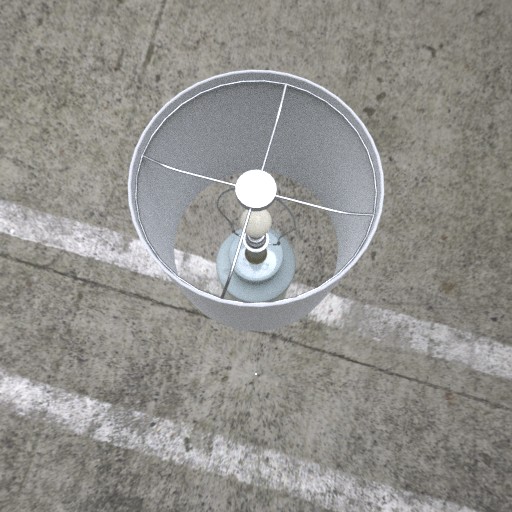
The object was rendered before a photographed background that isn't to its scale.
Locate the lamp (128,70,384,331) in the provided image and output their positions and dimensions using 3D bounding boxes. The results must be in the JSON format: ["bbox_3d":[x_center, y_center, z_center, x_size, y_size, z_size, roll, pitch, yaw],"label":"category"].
[{"bbox_3d":[0.000,0.000,0.604,0.212,0.493,0.212,15,76,4],"label":"lamp"}]
